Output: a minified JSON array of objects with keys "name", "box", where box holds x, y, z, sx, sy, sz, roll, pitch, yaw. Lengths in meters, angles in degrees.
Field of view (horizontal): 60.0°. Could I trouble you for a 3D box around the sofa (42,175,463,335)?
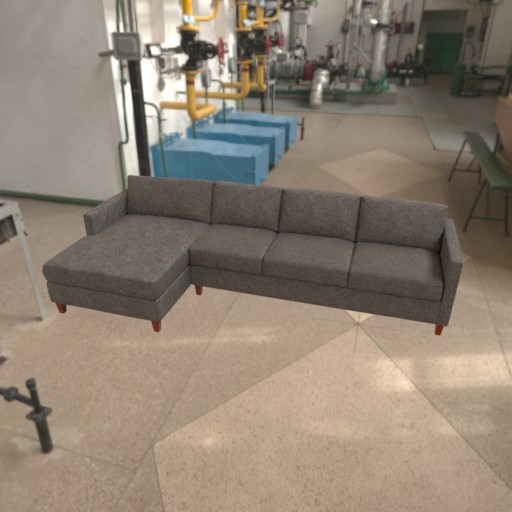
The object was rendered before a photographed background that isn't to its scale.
[{"name":"sofa","box":[0.000,0.000,4.111,3.471,0.954,1.606,8,29,15]}]
